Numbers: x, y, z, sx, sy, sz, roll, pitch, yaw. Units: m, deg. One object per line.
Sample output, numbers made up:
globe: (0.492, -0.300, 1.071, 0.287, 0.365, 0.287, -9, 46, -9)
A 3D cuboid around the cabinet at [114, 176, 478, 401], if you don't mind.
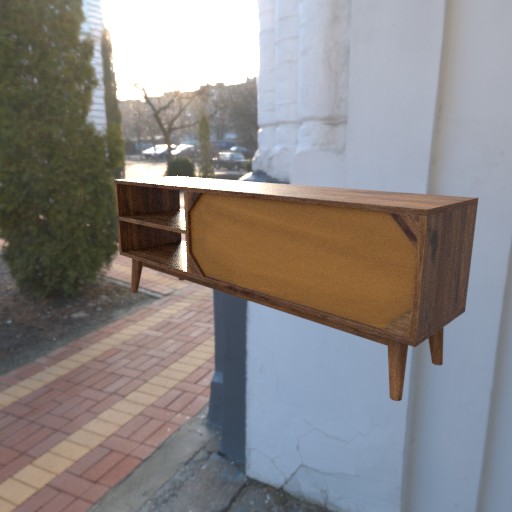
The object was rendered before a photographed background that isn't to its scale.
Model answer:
cabinet: (0.000, 0.000, 1.708, 1.448, 0.528, 0.349, 13, 19, 42)
